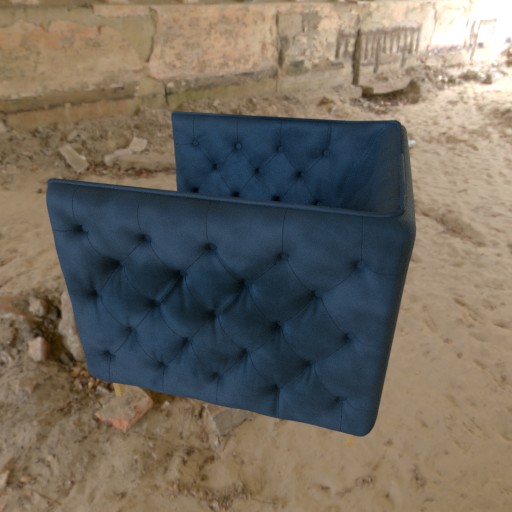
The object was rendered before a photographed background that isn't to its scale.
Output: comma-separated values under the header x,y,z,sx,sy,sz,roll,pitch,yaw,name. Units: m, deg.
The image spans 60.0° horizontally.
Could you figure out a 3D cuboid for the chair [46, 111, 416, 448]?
x,y,z,sx,sy,sz,roll,pitch,yaw,name
0.000,0.000,1.483,0.877,0.771,0.868,8,32,13,chair
